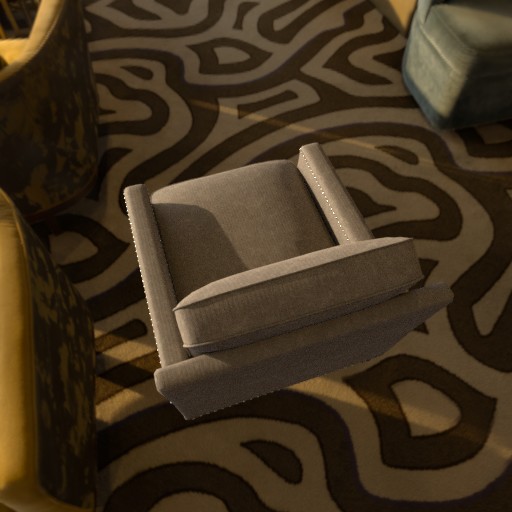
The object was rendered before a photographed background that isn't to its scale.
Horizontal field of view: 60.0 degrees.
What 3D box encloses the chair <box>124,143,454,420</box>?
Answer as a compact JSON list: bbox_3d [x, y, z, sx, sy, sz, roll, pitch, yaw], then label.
[{"bbox_3d":[0.000,0.000,1.696,0.853,0.948,1.014,-15,59,-10],"label":"chair"}]
